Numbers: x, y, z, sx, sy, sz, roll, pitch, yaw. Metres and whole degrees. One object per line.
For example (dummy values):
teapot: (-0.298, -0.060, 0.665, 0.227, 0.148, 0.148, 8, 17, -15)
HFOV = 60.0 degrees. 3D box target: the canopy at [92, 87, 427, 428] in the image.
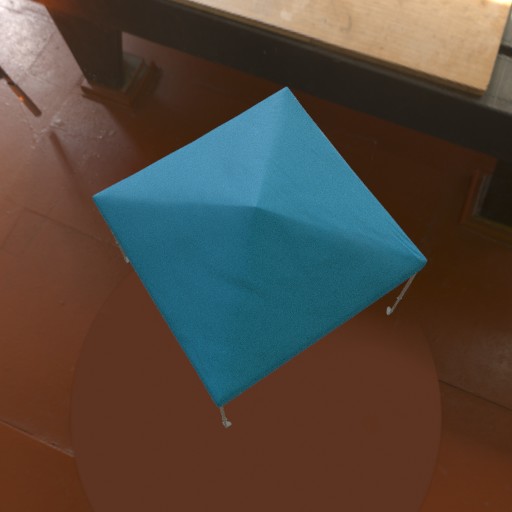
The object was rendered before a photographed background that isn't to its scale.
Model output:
canopy: (0.000, 0.000, 5.150, 2.848, 2.849, 2.849, -32, 76, -9)
